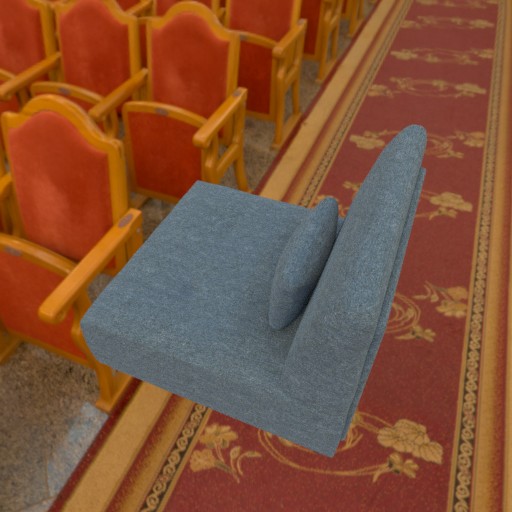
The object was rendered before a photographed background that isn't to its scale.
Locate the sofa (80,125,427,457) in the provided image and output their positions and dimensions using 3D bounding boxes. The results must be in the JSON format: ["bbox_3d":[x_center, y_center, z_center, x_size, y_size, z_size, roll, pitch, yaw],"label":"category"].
[{"bbox_3d":[0.000,0.000,1.668,1.000,0.820,0.930,17,48,16],"label":"sofa"}]
